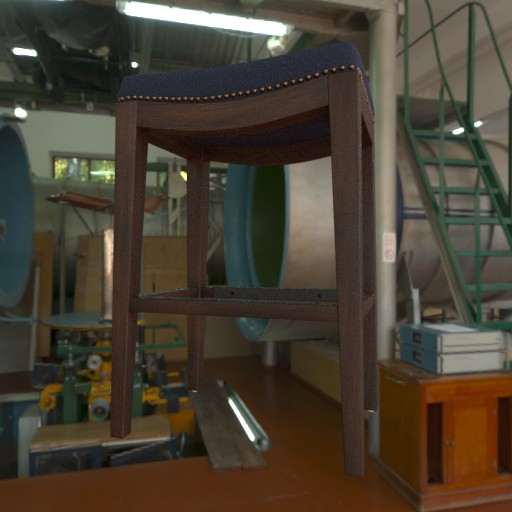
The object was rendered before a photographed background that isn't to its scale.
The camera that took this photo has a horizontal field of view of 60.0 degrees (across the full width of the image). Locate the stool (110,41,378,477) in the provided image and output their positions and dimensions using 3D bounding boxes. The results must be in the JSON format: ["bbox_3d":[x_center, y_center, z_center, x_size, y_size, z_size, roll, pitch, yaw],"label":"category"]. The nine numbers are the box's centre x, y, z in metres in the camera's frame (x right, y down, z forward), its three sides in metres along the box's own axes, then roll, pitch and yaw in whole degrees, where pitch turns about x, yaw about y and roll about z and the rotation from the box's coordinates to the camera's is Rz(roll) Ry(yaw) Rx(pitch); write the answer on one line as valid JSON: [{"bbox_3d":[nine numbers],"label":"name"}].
[{"bbox_3d":[0.000,0.000,0.978,0.498,0.740,0.358,0,0,19],"label":"stool"}]
